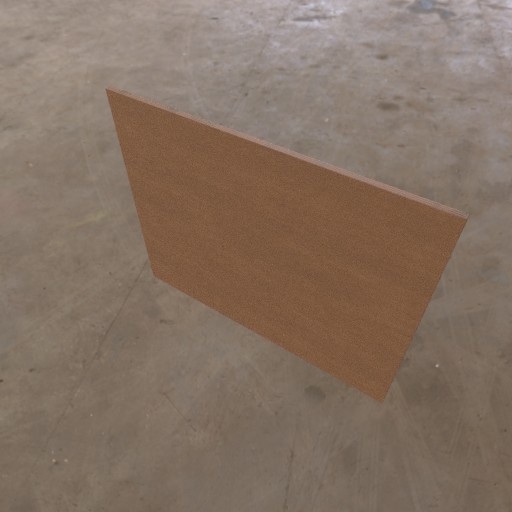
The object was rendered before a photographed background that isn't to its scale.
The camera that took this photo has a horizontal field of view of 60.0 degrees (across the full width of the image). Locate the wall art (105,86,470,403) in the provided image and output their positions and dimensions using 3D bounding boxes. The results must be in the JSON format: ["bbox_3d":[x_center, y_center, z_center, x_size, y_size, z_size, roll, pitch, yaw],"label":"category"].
[{"bbox_3d":[0.000,0.000,0.686,0.508,0.408,0.010,26,52,22],"label":"wall art"}]
